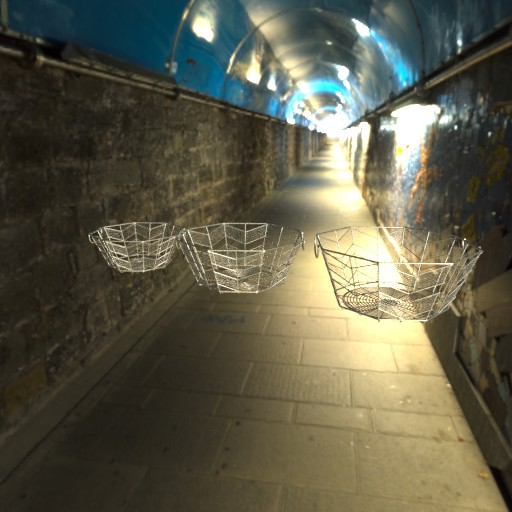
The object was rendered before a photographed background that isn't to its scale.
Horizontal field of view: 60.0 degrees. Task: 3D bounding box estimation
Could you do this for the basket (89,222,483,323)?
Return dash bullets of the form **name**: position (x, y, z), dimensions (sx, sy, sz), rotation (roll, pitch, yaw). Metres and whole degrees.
- **basket**: position (0.000, 0.000, 1.378), dimensions (1.246, 0.178, 0.432), rotation (7, 17, 24)
